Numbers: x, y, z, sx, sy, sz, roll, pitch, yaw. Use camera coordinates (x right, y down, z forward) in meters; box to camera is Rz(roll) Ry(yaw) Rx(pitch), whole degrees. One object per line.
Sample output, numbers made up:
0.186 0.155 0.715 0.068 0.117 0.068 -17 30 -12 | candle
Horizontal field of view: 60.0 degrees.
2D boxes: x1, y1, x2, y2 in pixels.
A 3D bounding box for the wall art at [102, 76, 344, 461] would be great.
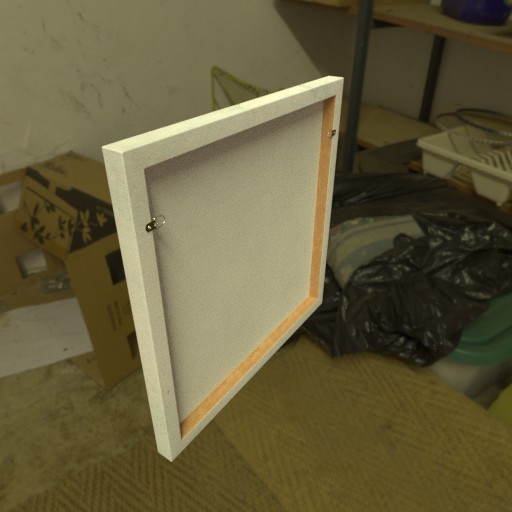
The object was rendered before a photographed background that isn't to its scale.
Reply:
0.000 0.000 0.913 0.040 0.612 0.612 20 37 29 | wall art
